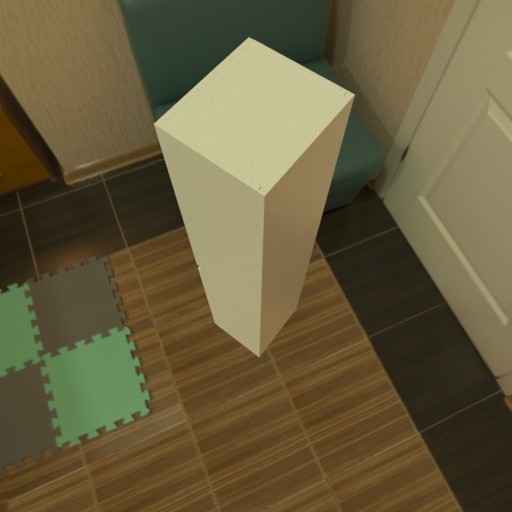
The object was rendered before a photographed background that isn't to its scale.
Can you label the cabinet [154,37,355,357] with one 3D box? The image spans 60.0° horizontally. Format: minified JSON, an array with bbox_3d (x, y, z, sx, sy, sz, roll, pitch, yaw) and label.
[{"bbox_3d":[0.000,0.000,1.510,0.269,1.400,0.300,35,70,15],"label":"cabinet"}]
